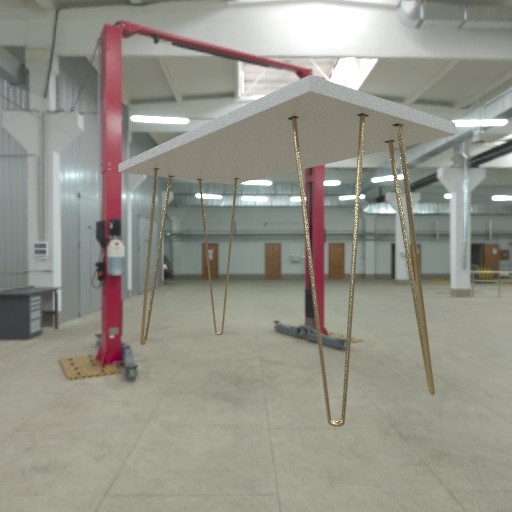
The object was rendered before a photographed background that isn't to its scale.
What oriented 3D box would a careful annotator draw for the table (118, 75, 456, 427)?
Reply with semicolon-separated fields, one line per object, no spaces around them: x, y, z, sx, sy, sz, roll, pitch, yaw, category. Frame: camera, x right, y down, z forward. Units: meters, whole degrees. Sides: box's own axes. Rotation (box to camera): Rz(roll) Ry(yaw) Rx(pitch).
0.000;0.000;1.347;0.498;0.660;0.991;0;0;-37;table
